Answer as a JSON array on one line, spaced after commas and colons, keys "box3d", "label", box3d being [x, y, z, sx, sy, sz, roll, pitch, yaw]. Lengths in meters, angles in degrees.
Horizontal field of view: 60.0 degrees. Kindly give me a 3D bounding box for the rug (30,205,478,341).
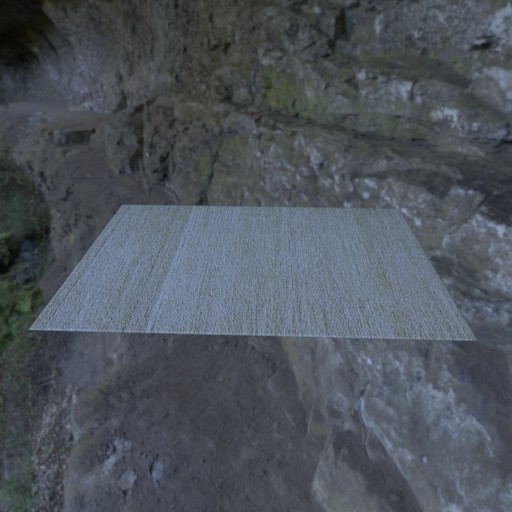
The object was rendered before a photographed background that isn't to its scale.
[{"box3d": [0.000, 0.000, 5.077, 3.935, 0.025, 2.782, 1, 30, 2], "label": "rug"}]
